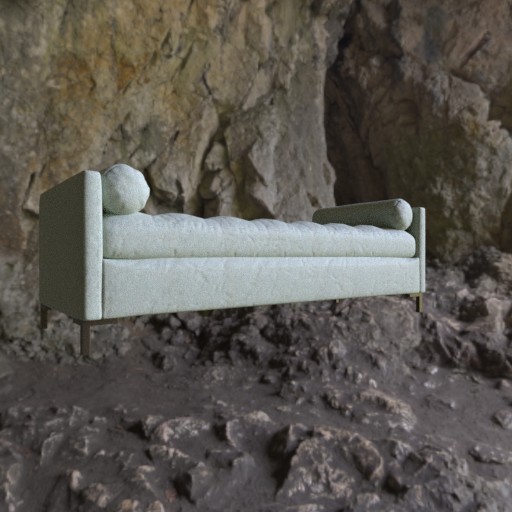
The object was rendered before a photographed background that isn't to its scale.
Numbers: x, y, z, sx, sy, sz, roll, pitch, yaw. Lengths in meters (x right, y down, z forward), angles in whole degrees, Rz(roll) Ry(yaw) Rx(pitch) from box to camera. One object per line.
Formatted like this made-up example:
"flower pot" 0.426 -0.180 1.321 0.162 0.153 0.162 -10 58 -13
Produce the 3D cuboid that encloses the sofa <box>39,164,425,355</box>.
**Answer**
"sofa" 0.000 0.000 2.471 2.102 0.705 0.796 0 0 -36
